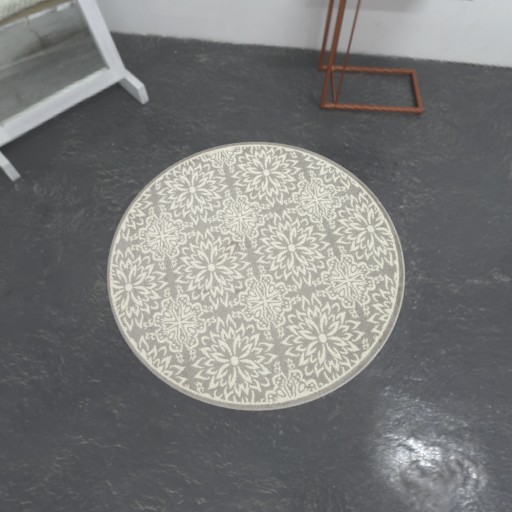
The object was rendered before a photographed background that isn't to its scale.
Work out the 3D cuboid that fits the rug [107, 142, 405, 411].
[{"bbox_3d":[0.000,0.000,2.396,1.593,0.012,1.593,0,63,0],"label":"rug"}]
